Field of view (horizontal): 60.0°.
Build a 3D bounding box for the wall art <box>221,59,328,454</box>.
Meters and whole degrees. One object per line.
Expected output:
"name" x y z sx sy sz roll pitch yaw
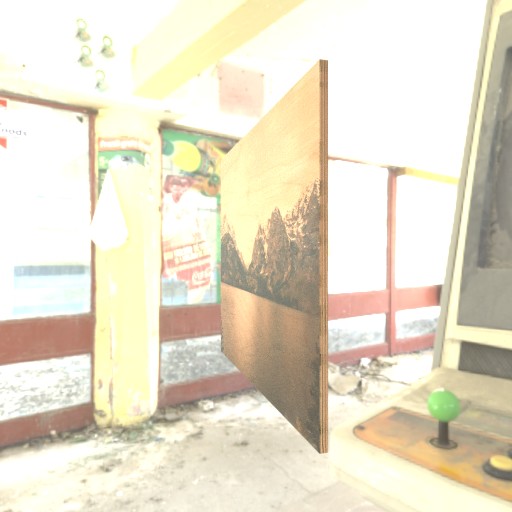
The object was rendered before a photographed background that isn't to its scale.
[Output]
"wall art" 0.000 0.000 0.703 0.010 0.408 0.508 0 0 -16
